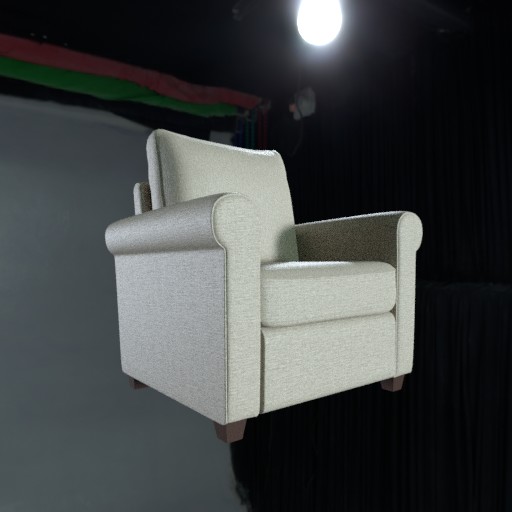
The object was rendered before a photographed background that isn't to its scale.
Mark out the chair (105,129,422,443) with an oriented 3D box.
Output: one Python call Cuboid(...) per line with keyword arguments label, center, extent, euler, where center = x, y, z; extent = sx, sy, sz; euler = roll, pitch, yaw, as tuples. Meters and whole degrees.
Cuboid(label="chair", center=(0.000, 0.000, 2.322), extent=(1.275, 1.349, 1.180), euler=(0, 0, -38))
